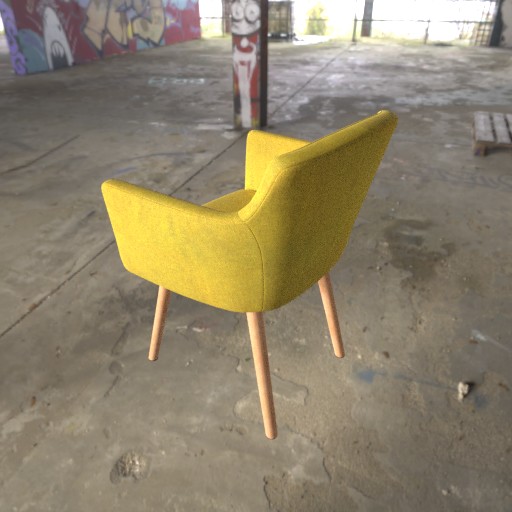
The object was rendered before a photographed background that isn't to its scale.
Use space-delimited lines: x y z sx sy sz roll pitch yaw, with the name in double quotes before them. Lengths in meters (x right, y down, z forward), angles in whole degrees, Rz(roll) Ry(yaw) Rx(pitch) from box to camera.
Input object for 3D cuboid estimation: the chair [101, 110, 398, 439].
"chair" 0.000 0.000 1.200 0.570 0.780 0.570 22 37 32
